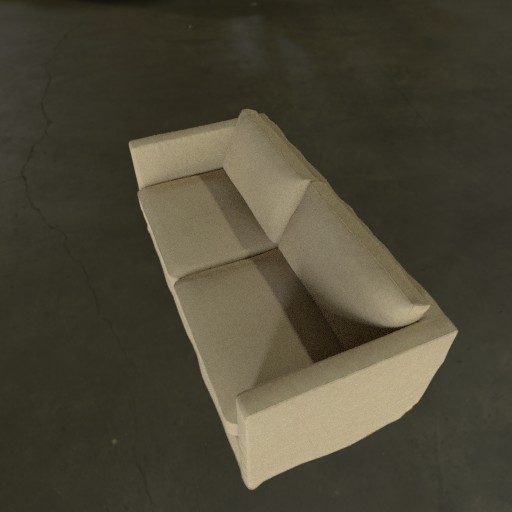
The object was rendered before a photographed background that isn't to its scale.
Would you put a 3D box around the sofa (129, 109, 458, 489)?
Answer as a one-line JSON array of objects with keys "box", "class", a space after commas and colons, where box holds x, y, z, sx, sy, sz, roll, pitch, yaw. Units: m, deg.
[{"box": [0.000, 0.000, 2.447, 0.962, 0.835, 1.959, -17, 48, -16], "class": "sofa"}]
